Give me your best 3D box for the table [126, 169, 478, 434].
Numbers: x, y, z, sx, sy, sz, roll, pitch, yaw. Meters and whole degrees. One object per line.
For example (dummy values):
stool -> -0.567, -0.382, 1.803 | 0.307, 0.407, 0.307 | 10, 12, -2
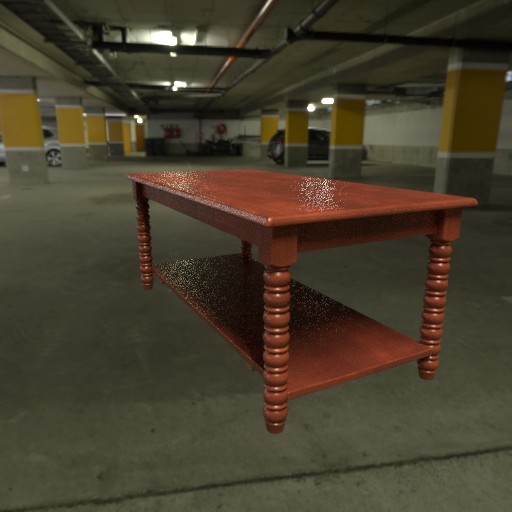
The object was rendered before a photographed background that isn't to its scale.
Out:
table -> 0.000, 0.000, 1.478 | 0.580, 0.485, 1.171 | -8, 17, -27
